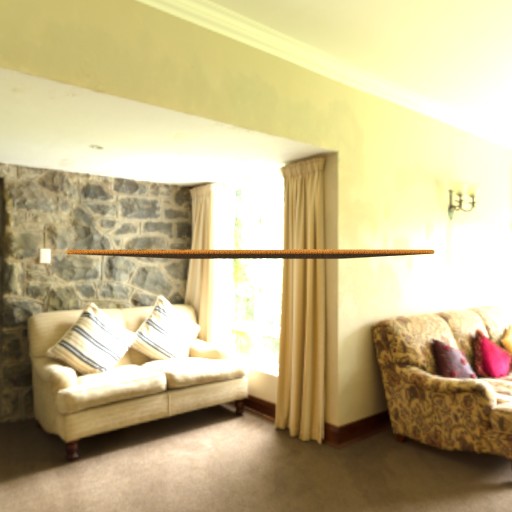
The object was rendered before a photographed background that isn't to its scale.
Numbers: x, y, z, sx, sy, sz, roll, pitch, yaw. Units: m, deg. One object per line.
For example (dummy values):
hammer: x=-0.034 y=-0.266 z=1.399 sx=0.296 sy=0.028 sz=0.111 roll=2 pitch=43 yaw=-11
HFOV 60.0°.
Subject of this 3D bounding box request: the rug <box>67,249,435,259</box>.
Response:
rug: x=0.000 y=0.000 z=2.370 sx=1.225 sy=0.015 sz=1.840 roll=0 pitch=-1 yaw=1
